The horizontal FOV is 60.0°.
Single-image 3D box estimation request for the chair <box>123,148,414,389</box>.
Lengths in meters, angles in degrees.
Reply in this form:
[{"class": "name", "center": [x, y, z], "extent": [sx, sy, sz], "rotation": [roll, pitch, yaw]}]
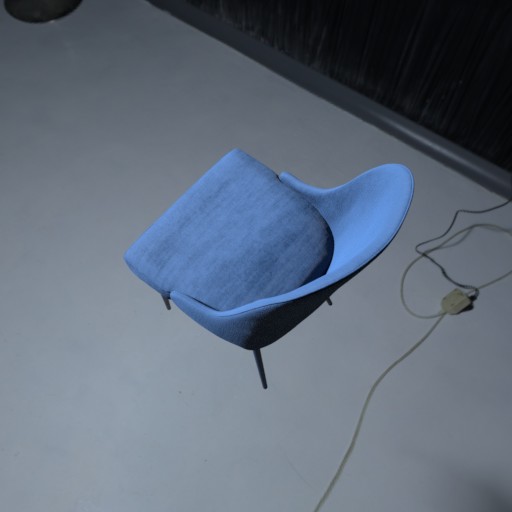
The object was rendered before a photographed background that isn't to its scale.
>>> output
[{"class": "chair", "center": [0.000, 0.000, 1.179], "extent": [0.559, 0.896, 0.478], "rotation": [37, 70, 15]}]
